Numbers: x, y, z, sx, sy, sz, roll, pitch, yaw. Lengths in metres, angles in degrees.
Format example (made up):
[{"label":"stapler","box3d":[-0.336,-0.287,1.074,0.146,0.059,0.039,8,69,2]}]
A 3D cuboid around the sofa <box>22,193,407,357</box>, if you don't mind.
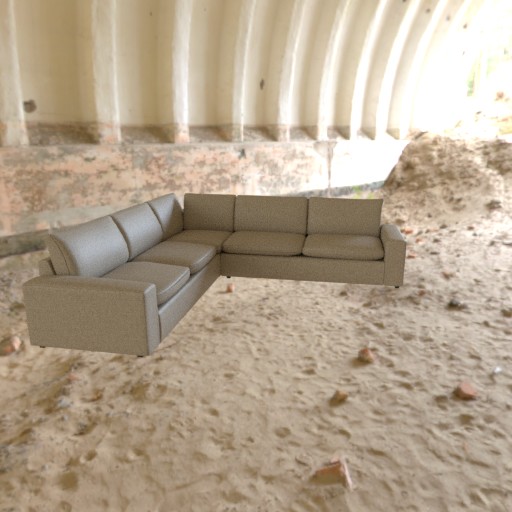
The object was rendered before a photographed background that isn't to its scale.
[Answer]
[{"label":"sofa","box3d":[0.000,0.000,4.017,2.742,0.800,2.622,3,15,10]}]
